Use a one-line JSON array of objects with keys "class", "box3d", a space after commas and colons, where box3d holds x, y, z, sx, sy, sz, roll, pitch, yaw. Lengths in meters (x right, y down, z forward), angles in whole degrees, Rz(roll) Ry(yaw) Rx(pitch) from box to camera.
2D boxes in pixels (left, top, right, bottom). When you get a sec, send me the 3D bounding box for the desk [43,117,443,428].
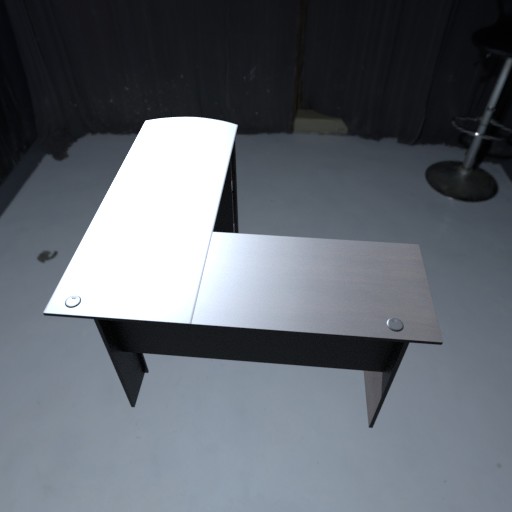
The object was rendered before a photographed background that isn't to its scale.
[{"class": "desk", "box3d": [0.000, 0.000, 2.164, 1.303, 0.716, 1.361, 4, 45, 4]}]
